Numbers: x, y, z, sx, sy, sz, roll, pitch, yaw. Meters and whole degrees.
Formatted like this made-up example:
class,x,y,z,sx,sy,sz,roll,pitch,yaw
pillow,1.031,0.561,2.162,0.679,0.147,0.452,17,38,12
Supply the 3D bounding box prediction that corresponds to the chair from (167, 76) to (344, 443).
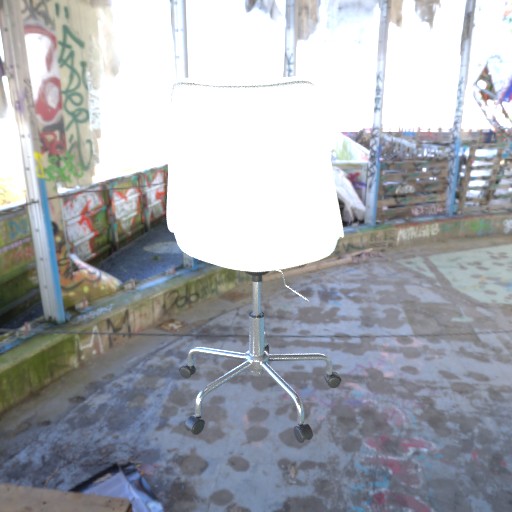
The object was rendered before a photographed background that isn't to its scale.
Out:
class,x,y,z,sx,sy,sz,roll,pitch,yaw
chair,0.000,0.000,1.296,0.550,0.930,0.550,2,17,7
